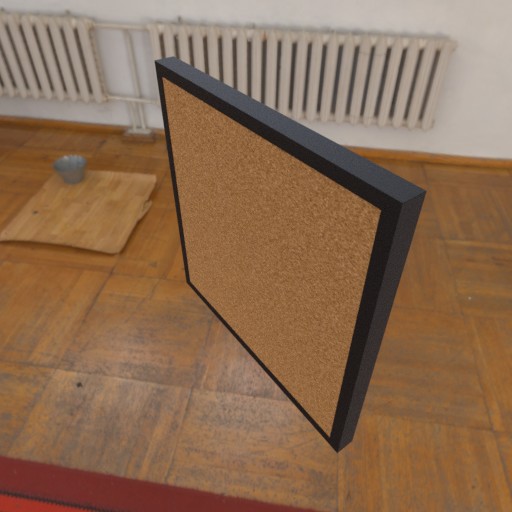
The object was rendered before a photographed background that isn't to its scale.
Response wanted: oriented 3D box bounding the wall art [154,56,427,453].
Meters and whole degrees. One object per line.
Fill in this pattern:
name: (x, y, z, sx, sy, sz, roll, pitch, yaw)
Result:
wall art: (0.000, 0.000, 0.738, 0.036, 0.503, 0.506, -26, 47, -27)
